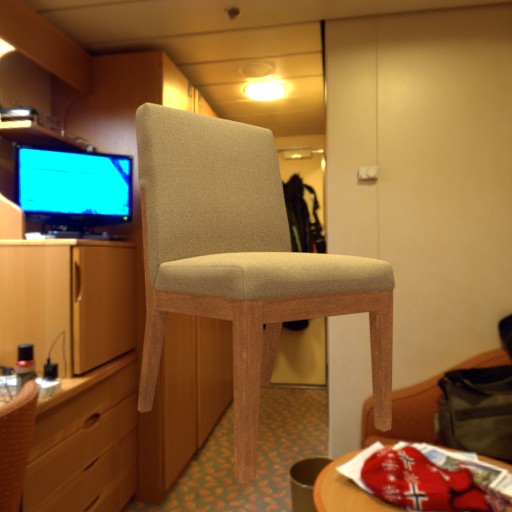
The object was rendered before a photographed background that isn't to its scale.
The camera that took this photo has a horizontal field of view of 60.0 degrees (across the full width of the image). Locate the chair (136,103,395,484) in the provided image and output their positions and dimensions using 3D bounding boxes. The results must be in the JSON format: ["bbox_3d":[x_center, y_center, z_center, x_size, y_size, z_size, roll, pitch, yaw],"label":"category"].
[{"bbox_3d":[0.000,0.000,1.242,0.507,0.911,0.586,0,0,-37],"label":"chair"}]
